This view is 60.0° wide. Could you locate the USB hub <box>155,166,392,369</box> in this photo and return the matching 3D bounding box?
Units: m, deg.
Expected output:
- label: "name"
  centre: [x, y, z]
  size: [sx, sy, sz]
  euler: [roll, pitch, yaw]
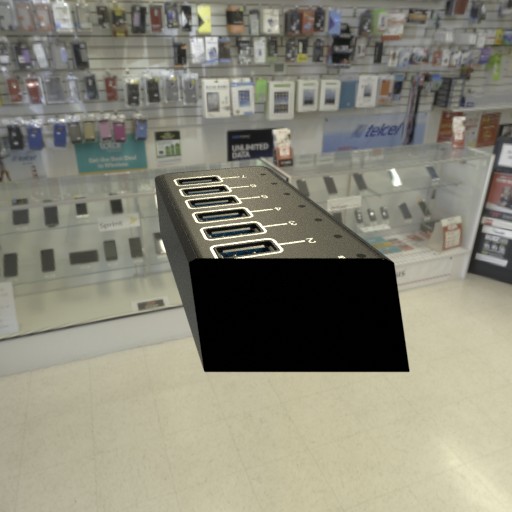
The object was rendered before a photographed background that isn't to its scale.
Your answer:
- label: "USB hub"
  centre: [0.000, 0.000, 0.127]
  size: [0.044, 0.023, 0.110]
  euler: [-8, 27, -16]
